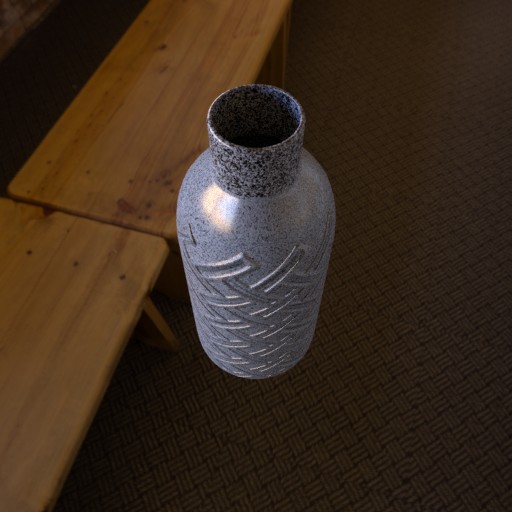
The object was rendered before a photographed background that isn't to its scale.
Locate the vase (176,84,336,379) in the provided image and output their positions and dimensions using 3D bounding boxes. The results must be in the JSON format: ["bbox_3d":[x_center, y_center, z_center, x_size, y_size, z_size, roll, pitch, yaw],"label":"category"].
[{"bbox_3d":[0.000,0.000,0.350,0.122,0.282,0.122,0,59,0],"label":"vase"}]
